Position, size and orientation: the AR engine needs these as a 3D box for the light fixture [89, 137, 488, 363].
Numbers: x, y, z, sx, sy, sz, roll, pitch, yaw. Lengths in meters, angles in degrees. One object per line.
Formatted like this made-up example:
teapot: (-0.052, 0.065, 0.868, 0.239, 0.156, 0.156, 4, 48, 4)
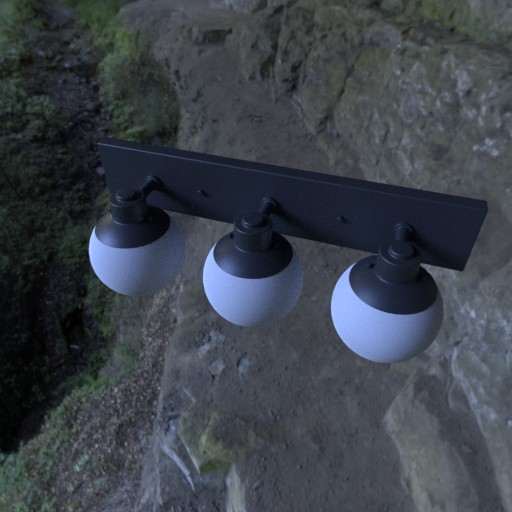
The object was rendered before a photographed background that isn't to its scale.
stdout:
light fixture: (0.000, 0.000, 0.817, 0.721, 0.263, 0.218, 13, 42, 14)
